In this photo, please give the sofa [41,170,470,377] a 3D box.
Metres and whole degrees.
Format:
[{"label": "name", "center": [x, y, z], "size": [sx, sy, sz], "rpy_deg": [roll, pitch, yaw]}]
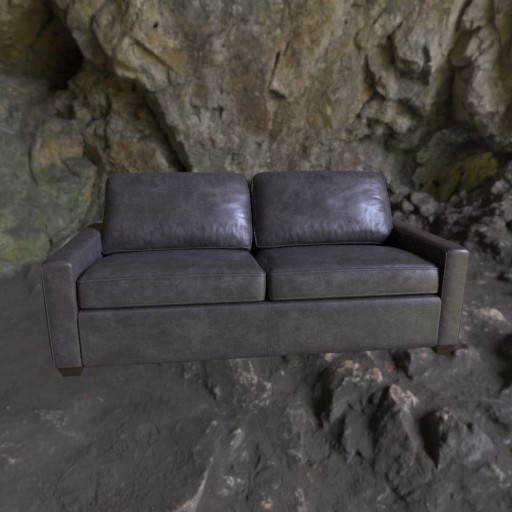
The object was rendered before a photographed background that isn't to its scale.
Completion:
[{"label": "sofa", "center": [0.000, 0.000, 2.560], "size": [2.081, 0.916, 0.939], "rpy_deg": [-2, 15, -7]}]
